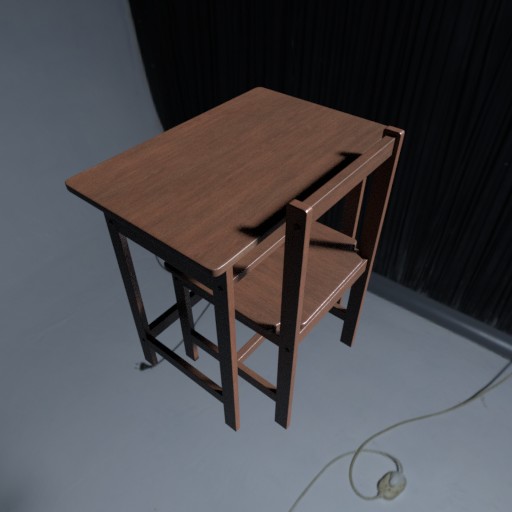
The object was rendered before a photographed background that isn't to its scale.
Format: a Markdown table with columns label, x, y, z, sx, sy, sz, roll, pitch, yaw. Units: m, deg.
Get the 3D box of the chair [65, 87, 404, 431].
| label | x | y | z | sx | sy | sz | roll | pitch | yaw |
| --- | --- | --- | --- | --- | --- | --- | --- | --- | --- |
| chair | 0.000 | 0.000 | 1.084 | 0.463 | 0.673 | 0.599 | 28 | 49 | 28 |
